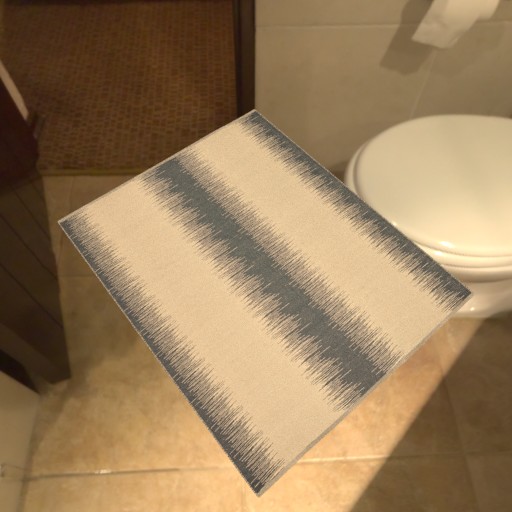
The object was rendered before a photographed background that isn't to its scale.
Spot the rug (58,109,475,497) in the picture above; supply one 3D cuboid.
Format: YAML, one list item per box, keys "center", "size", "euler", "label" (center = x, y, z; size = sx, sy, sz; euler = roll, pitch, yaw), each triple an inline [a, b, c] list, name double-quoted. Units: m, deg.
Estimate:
- center: [0.000, 0.000, 4.050]
  size: [2.453, 0.004, 3.037]
  euler: [-35, 65, -19]
  label: "rug"
